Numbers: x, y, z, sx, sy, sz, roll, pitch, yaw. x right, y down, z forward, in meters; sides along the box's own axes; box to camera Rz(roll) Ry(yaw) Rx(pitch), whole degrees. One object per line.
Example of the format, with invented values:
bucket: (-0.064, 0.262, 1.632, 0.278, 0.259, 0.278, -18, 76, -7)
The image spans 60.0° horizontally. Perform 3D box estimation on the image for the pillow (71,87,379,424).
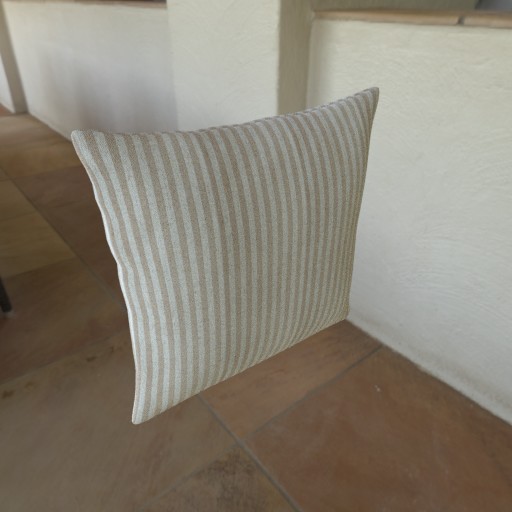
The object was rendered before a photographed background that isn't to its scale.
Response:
pillow: (0.000, 0.000, 0.767, 0.523, 0.510, 0.166, -20, 36, -30)
